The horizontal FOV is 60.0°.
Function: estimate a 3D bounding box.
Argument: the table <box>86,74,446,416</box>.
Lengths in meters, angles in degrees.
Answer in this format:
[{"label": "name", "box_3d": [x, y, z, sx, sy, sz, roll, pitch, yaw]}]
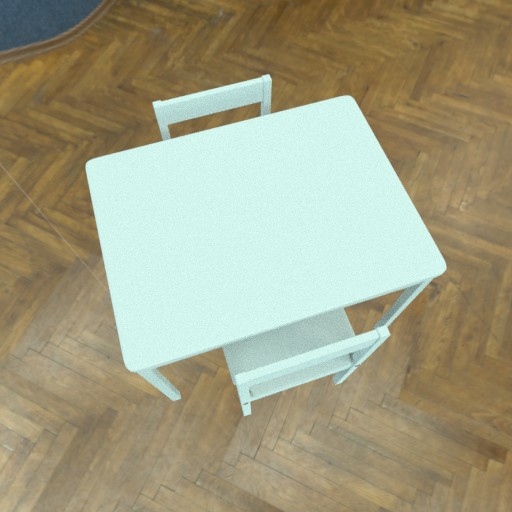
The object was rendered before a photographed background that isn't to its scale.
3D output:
[{"label": "table", "box_3d": [0.000, 0.000, 1.130, 0.650, 0.503, 0.672, -16, 66, -8]}]
